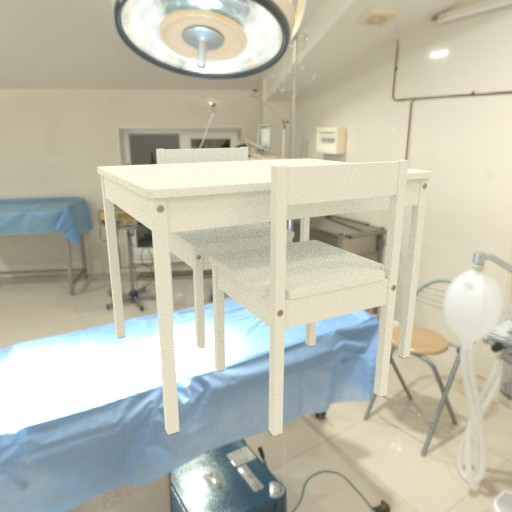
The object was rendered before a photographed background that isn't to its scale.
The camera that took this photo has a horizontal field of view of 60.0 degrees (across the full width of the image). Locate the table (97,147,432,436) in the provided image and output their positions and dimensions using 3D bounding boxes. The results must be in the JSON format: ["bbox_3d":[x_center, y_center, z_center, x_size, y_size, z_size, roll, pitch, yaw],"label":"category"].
[{"bbox_3d":[0.000,0.000,1.113,0.650,0.503,0.672,-9,18,-27],"label":"table"}]
